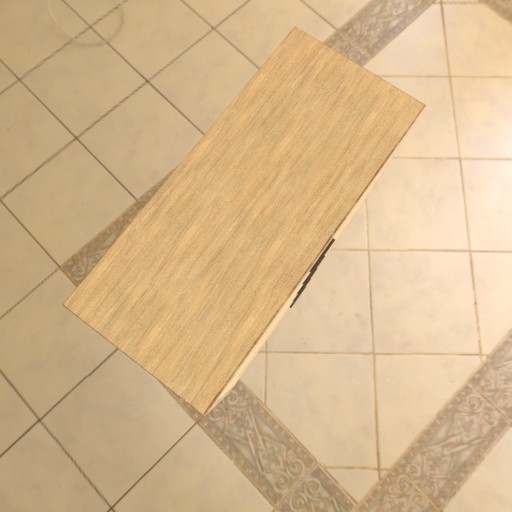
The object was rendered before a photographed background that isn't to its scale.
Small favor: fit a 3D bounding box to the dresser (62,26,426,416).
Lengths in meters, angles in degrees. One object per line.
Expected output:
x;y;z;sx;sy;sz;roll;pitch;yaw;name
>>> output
0.000;0.000;1.760;0.457;1.219;1.016;35;79;8;dresser
